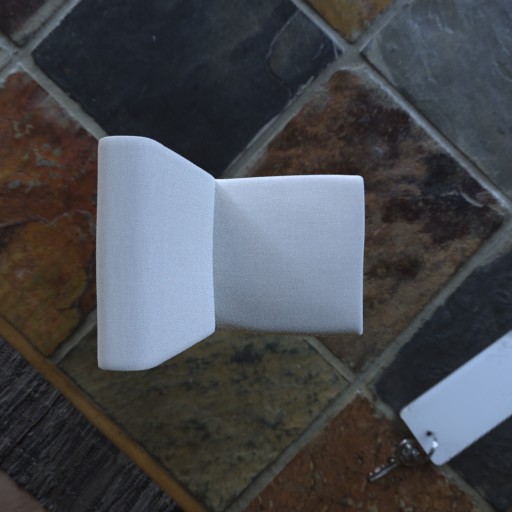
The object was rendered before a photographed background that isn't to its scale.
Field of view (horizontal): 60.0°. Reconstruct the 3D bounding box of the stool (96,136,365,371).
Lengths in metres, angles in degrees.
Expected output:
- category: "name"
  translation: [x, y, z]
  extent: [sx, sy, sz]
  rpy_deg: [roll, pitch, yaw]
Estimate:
- category: "stool"
  translation: [0.000, 0.000, 1.307]
  extent: [0.597, 0.976, 0.452]
  rpy_deg: [0, 90, 1]
